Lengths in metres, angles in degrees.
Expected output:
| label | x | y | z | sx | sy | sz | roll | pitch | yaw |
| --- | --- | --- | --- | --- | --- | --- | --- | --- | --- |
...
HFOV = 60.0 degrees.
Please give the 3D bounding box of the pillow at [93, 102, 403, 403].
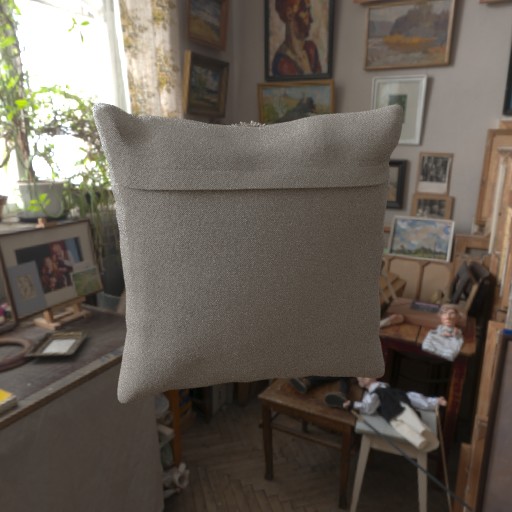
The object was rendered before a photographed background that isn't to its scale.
| label | x | y | z | sx | sy | sz | roll | pitch | yaw |
| --- | --- | --- | --- | --- | --- | --- | --- | --- | --- |
| pillow | 0.000 | 0.000 | 0.749 | 0.484 | 0.490 | 0.234 | -3 | 15 | -10 |
